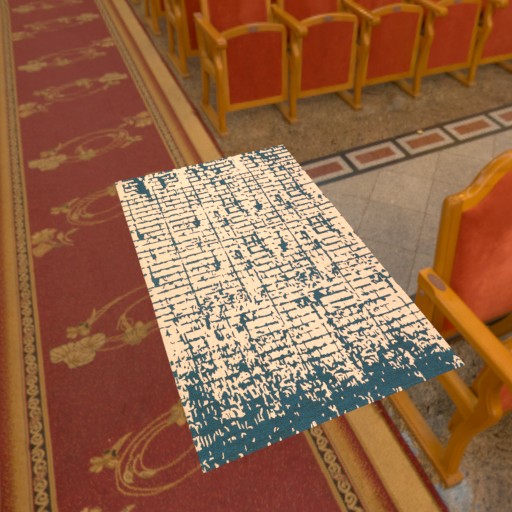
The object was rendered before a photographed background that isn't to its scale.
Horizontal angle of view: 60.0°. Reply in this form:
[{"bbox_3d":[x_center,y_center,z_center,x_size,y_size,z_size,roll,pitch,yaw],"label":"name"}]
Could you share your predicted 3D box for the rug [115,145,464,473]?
[{"bbox_3d":[0.000,0.000,3.051,1.517,0.011,2.435,-16,48,-15],"label":"rug"}]
